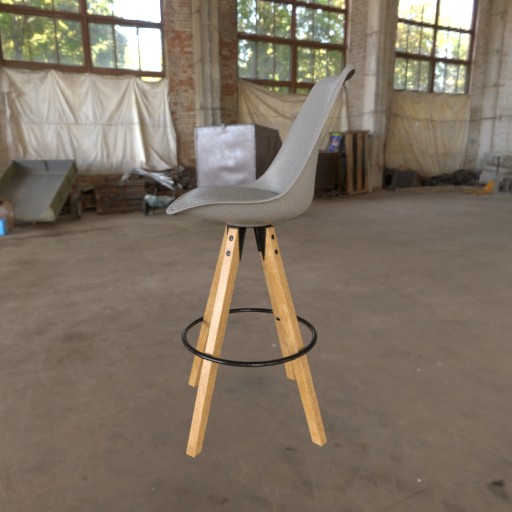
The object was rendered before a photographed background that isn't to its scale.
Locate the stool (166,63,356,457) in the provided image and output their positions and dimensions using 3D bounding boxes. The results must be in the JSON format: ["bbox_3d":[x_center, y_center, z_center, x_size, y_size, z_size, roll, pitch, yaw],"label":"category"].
[{"bbox_3d":[0.000,0.000,1.418,0.550,1.115,0.485,-2,14,-7],"label":"stool"}]
